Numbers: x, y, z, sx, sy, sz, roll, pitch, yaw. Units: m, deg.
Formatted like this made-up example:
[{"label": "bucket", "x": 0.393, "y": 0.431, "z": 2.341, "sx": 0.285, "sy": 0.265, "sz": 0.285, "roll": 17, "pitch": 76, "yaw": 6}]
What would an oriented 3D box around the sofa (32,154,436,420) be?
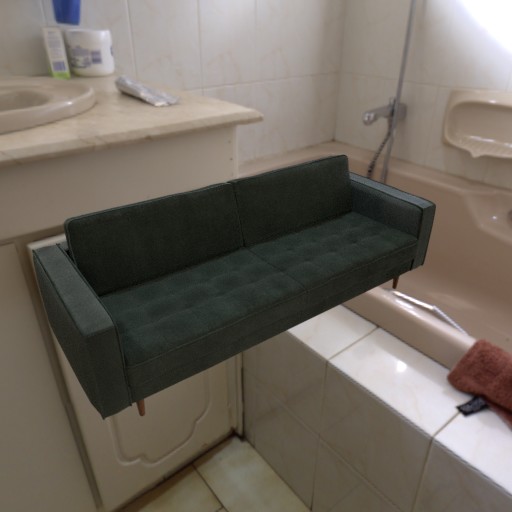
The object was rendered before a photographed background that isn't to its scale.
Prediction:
[{"label": "sofa", "x": 0.000, "y": 0.000, "z": 2.573, "sx": 2.214, "sy": 0.781, "sz": 0.886, "roll": -20, "pitch": 35, "yaw": -31}]
